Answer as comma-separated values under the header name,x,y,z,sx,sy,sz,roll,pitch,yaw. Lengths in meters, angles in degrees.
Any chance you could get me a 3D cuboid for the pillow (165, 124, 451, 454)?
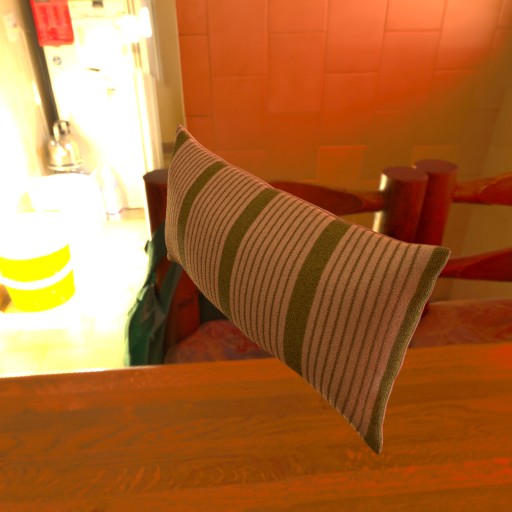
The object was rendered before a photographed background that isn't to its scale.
name,x,y,z,sx,sy,sz,roll,pitch,yaw
pillow,0.000,0.000,0.722,0.156,0.292,0.608,-20,36,-30
